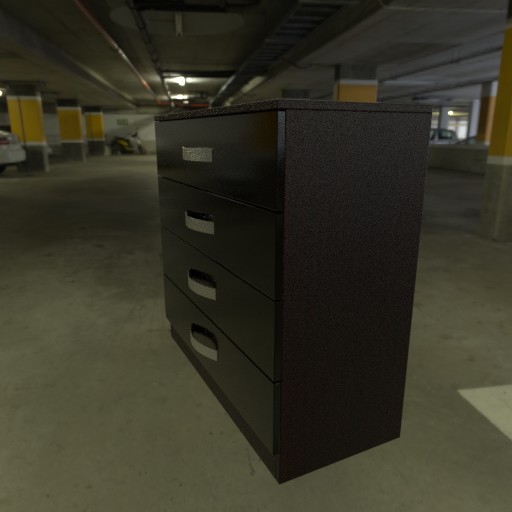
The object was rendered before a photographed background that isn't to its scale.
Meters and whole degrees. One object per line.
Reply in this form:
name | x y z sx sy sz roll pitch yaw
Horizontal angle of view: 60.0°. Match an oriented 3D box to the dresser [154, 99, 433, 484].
dresser | 0.000 0.000 1.162 0.360 0.720 0.750 -8 17 -26
